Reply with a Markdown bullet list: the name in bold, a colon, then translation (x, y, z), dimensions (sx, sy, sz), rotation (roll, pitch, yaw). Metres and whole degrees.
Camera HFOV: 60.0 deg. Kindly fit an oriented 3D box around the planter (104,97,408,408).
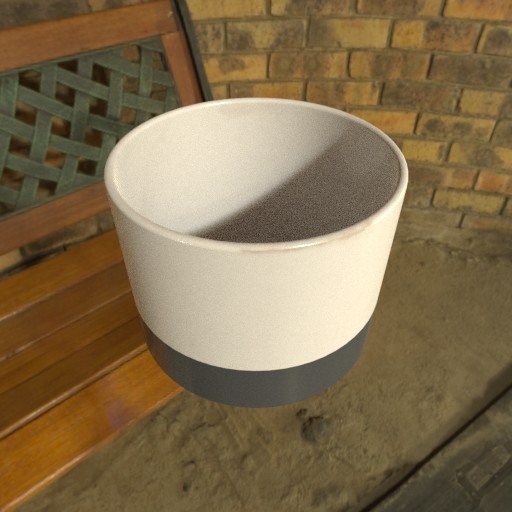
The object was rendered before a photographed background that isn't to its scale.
- **planter**: translation (0.000, 0.000, 0.346), dimensions (0.193, 0.177, 0.193), rotation (0, 41, 0)
